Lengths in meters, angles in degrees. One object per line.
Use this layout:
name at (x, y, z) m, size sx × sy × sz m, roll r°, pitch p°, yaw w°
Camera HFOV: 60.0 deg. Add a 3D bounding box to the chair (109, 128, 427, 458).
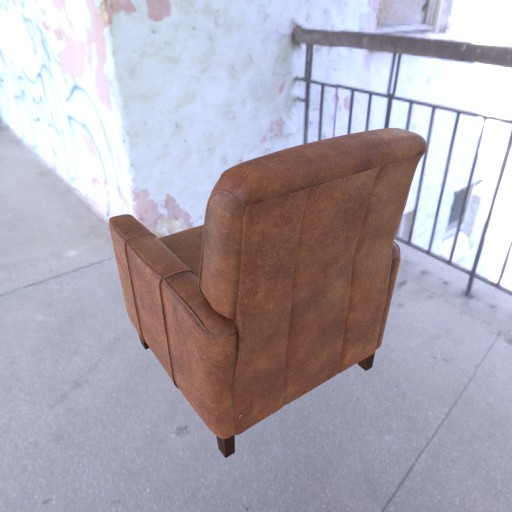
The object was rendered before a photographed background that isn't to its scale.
chair at (0.000, 0.000, 1.667) m, size 0.843 × 1.043 × 0.836 m, roll -20°, pitch 37°, yaw -30°
